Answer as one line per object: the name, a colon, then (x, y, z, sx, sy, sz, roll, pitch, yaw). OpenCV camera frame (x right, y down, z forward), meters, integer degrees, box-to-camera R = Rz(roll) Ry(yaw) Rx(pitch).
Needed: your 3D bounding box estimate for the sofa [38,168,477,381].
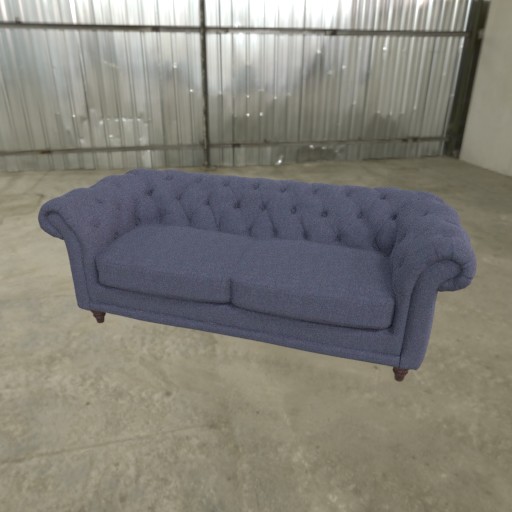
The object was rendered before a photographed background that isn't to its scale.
sofa: (0.000, 0.000, 2.777, 2.335, 0.836, 1.046, 7, 26, 16)
